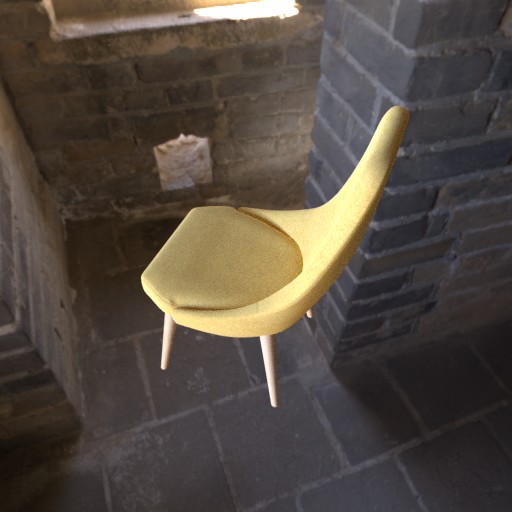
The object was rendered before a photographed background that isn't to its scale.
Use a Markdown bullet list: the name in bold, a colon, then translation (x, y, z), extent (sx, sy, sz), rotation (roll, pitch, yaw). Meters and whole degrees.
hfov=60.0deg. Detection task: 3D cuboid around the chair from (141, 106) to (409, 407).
- **chair**: translation (0.000, 0.000, 1.385), extent (0.660, 1.040, 0.510), rotation (17, 50, 15)
